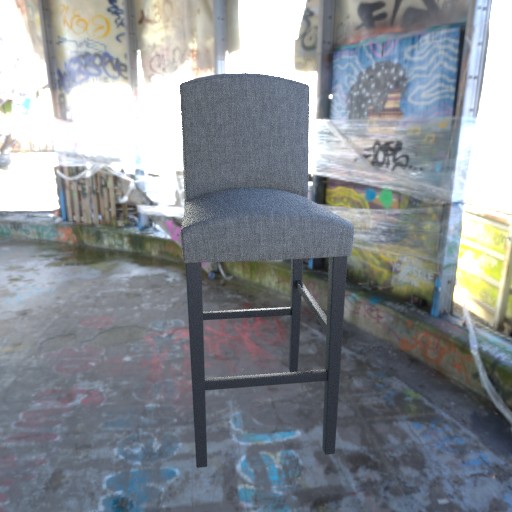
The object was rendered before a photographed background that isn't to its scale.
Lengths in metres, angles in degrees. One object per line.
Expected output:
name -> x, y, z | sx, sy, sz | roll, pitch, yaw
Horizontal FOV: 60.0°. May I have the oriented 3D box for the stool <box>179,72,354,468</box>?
stool -> 0.000, 0.000, 1.410 | 0.451, 1.138, 0.552 | -2, 16, -8
